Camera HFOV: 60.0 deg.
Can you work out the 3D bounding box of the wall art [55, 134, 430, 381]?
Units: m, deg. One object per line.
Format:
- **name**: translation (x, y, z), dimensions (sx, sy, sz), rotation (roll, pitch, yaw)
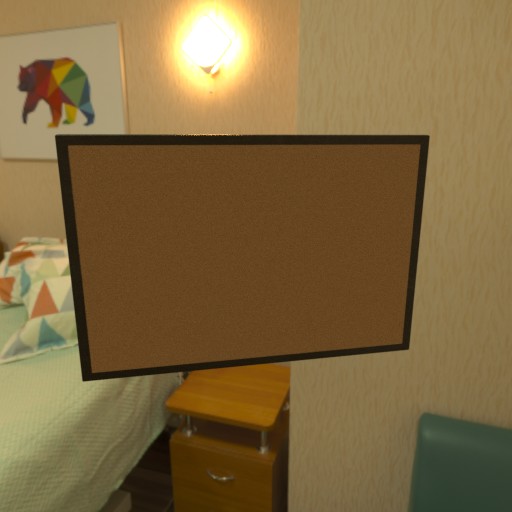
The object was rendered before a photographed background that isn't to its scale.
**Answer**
- **wall art**: translation (0.000, 0.000, 1.157), dimensions (0.912, 0.612, 0.038), rotation (-3, 15, -11)
